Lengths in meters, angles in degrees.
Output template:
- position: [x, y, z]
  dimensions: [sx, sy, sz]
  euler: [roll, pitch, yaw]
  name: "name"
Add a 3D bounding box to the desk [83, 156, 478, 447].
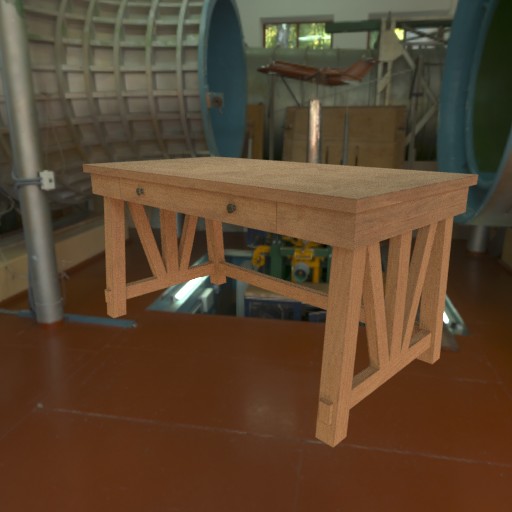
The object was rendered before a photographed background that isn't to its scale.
- position: [0.000, 0.000, 1.968]
  dimensions: [1.499, 0.762, 0.813]
  euler: [15, 22, 43]
  name: "desk"
